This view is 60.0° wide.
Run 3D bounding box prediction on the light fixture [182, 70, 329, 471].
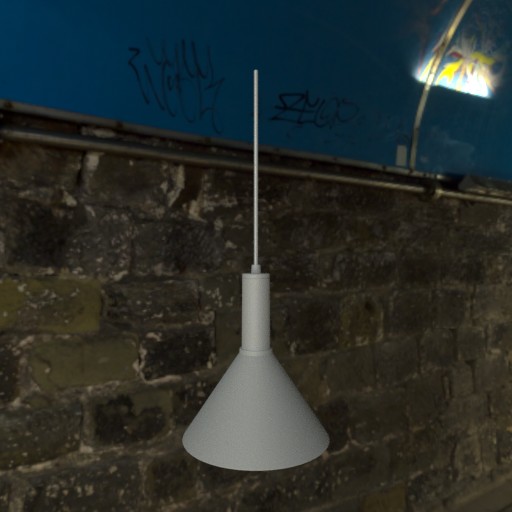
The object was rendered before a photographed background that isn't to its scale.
[{"bbox_3d":[0.000,0.000,0.817,0.267,0.683,0.267,0,0,-18],"label":"light fixture"}]
